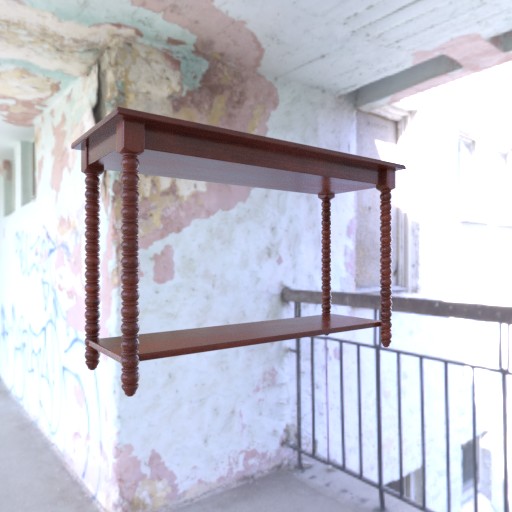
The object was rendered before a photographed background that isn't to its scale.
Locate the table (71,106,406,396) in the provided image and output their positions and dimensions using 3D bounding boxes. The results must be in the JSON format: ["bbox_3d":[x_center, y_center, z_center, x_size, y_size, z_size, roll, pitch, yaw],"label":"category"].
[{"bbox_3d":[0.000,0.000,1.626,1.184,0.740,0.459,0,0,-36],"label":"table"}]
